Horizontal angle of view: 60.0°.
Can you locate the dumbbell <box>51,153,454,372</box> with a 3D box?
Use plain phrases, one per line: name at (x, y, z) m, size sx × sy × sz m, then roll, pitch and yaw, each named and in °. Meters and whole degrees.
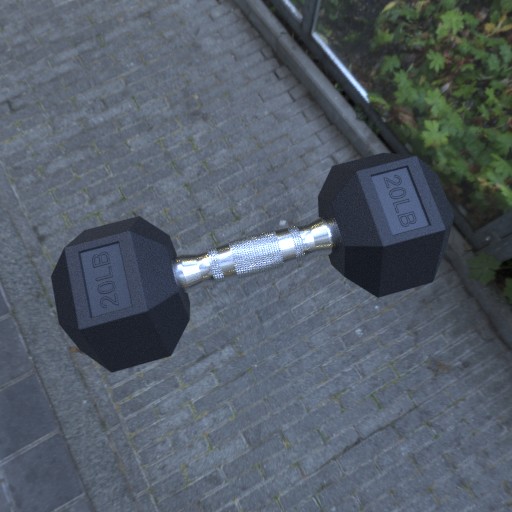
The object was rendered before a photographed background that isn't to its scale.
dumbbell at (0.000, 0.000, 0.324) m, size 0.272 × 0.092 × 0.106 m, roll -15°, pitch 77°, yaw -4°
